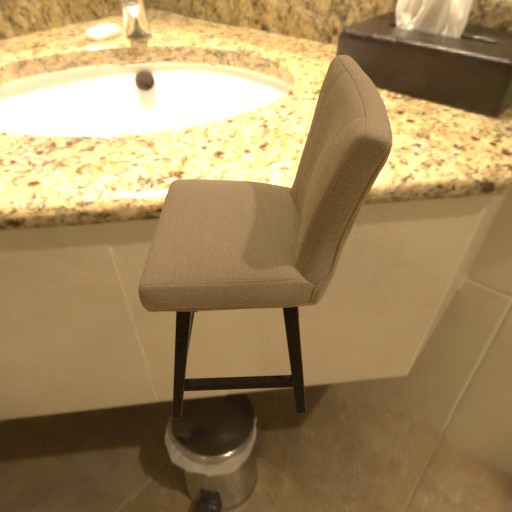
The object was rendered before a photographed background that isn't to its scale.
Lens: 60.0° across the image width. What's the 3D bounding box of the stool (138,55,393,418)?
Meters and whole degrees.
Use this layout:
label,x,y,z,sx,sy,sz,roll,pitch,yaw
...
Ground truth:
label,x,y,z,sx,sy,sz,roll,pitch,yaw
stool,0.000,0.000,1.316,0.574,1.000,0.514,1,41,1
